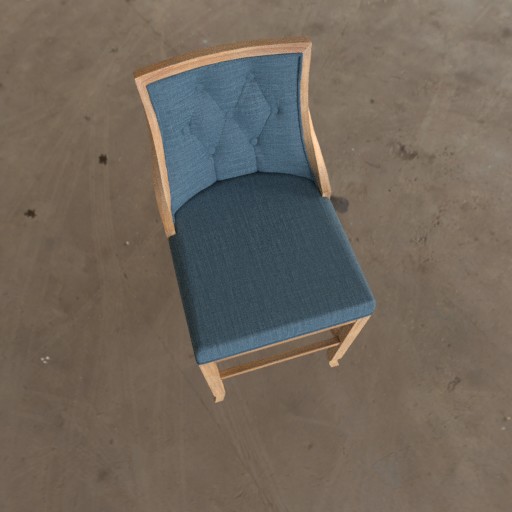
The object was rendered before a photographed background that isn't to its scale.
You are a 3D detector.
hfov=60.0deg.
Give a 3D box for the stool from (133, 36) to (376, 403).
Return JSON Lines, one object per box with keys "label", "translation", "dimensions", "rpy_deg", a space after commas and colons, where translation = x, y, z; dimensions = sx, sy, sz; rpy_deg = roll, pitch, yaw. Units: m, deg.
{"label": "stool", "translation": [0.000, 0.000, 1.433], "dimensions": [0.524, 1.101, 0.626], "rpy_deg": [-15, 64, -7]}
